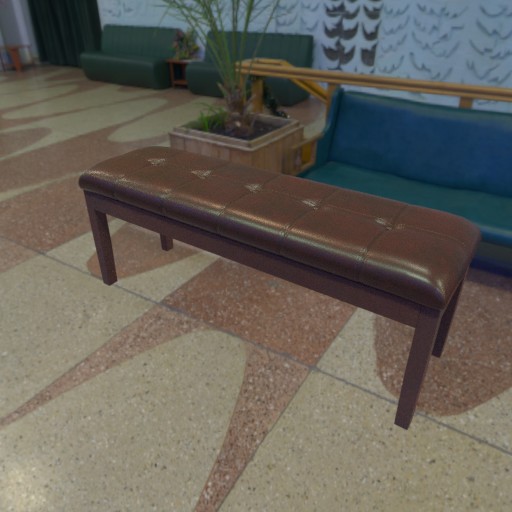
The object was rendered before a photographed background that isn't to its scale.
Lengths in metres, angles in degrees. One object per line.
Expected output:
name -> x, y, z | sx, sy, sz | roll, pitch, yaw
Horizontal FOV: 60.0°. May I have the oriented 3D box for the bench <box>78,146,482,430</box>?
bench -> 0.000, 0.000, 1.481 | 1.259, 0.491, 0.401 | 19, 36, 29
